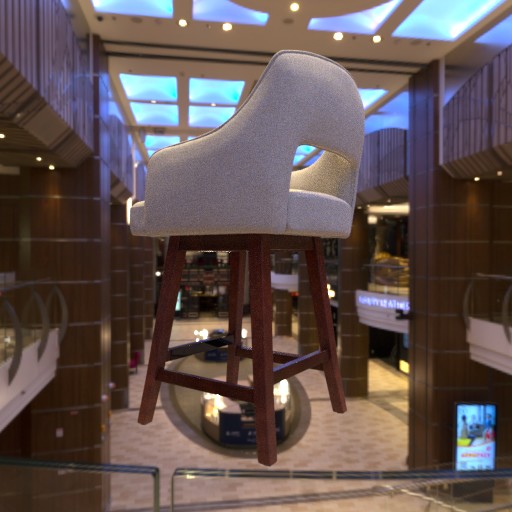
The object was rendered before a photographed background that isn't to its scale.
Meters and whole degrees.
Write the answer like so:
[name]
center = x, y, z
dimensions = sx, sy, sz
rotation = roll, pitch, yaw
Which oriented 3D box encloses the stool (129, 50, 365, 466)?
[stool]
center = 0.000, 0.000, 1.257
dimensions = 0.560, 0.936, 0.550
rotation = 0, 1, 35
